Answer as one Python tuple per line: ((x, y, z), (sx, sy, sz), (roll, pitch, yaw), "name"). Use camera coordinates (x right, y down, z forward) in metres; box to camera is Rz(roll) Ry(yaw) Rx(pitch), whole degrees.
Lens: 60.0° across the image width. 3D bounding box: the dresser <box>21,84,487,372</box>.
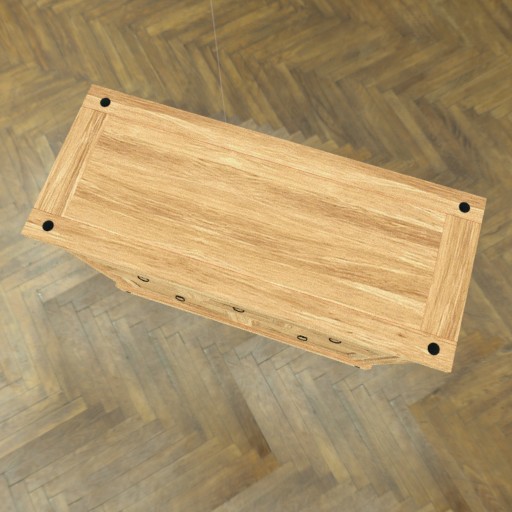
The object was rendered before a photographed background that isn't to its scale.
((0.000, 0.000, 1.368), (0.990, 0.740, 0.410), (17, 76, 4), "dresser")
